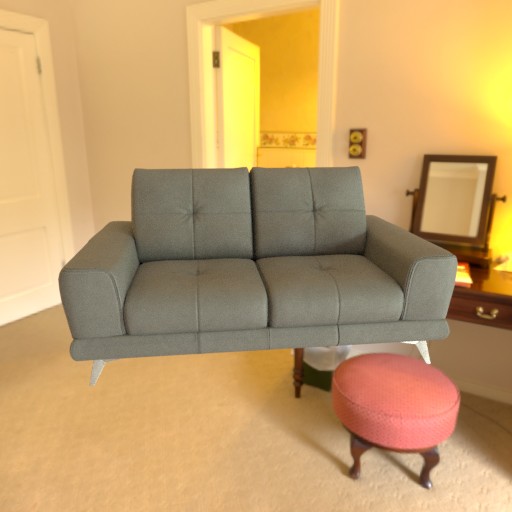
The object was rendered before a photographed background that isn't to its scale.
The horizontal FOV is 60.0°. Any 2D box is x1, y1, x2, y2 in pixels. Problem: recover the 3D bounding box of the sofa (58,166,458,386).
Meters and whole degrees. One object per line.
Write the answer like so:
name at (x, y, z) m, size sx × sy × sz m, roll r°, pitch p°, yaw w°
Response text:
sofa at (0.000, 0.000, 2.415) m, size 1.806 × 0.907 × 1.018 m, roll -2°, pitch 16°, yaw -7°
